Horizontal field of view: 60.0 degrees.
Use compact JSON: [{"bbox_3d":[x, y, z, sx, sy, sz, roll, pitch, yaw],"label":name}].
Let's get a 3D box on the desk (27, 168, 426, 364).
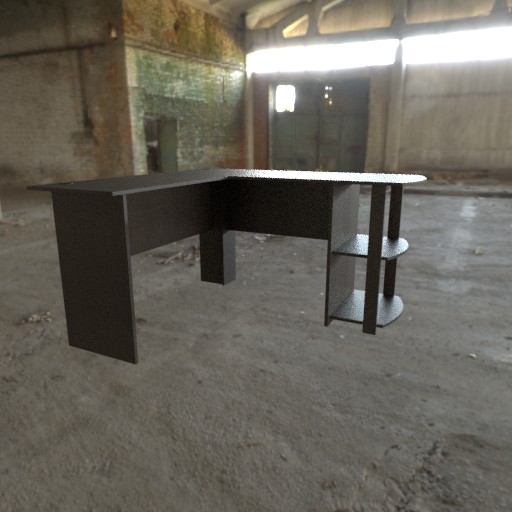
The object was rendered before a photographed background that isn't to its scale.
[{"bbox_3d":[0.000,0.000,2.097,1.361,0.716,1.303,7,16,26],"label":"desk"}]
